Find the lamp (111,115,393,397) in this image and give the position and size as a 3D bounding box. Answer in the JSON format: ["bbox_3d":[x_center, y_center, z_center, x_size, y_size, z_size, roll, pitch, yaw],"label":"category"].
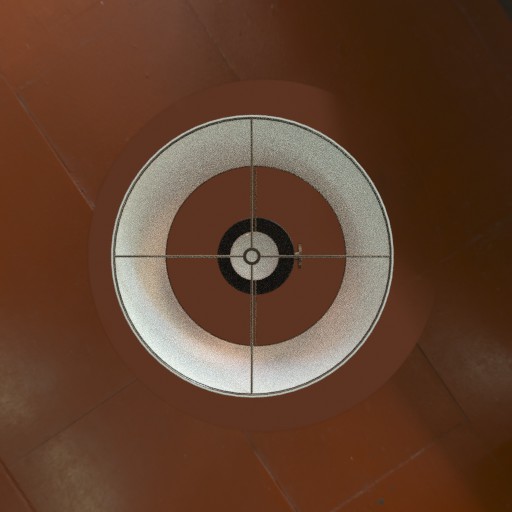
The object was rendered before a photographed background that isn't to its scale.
[{"bbox_3d":[0.000,0.000,0.618,0.240,0.482,0.241,0,90,1],"label":"lamp"}]
